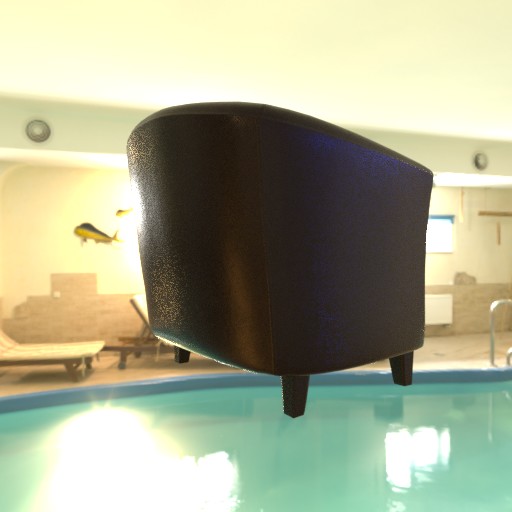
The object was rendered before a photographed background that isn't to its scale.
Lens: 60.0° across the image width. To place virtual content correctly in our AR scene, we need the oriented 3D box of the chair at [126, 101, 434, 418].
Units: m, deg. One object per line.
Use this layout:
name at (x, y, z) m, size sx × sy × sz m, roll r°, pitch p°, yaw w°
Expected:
chair at (0.000, 0.000, 1.374) m, size 0.727 × 0.756 × 0.793 m, roll -1°, pitch 1°, yaw -35°
